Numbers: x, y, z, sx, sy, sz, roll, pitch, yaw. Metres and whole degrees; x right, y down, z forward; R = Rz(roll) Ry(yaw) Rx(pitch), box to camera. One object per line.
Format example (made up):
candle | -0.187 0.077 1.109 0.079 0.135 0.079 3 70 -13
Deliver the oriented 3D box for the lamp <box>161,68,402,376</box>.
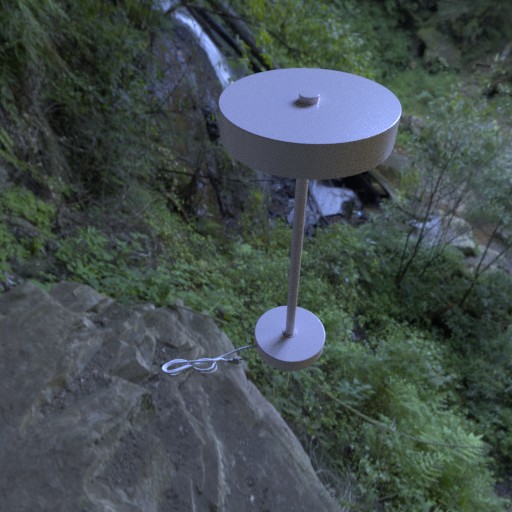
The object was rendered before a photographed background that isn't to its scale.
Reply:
lamp | 0.000 0.000 0.708 0.369 0.508 0.229 -13 44 -14
